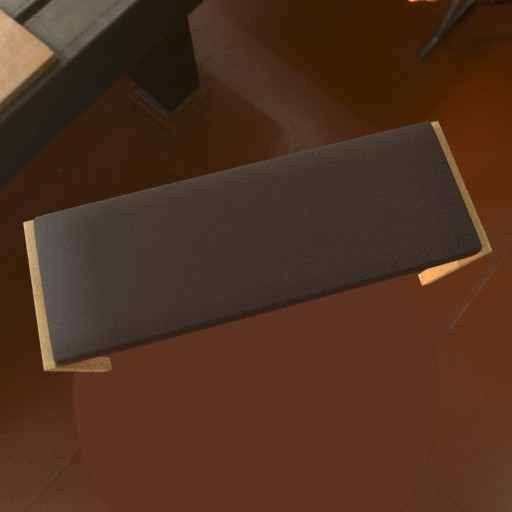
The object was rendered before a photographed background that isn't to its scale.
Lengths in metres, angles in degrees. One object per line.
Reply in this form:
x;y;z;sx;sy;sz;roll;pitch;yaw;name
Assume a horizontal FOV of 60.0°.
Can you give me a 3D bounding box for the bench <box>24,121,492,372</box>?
0.000;0.000;1.390;1.200;0.480;0.405;-15;76;-4;bench
